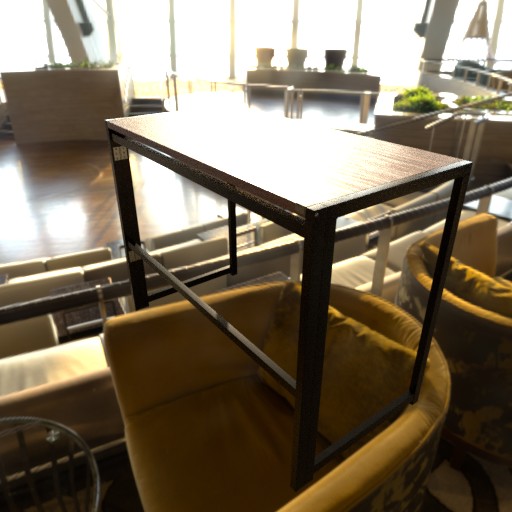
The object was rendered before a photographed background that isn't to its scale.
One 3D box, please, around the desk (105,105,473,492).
[{"bbox_3d":[0.000,0.000,1.433,0.508,0.762,1.016,-19,33,-32],"label":"desk"}]
